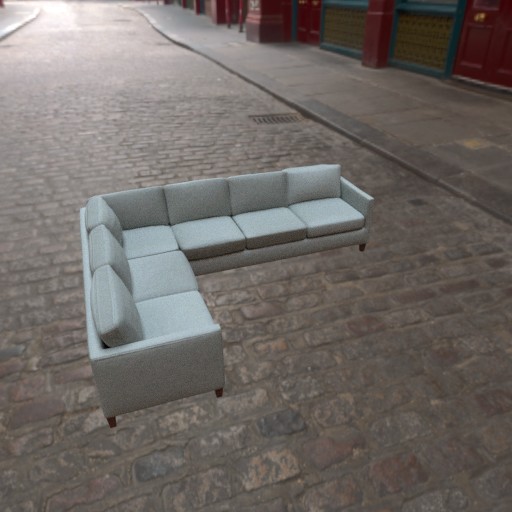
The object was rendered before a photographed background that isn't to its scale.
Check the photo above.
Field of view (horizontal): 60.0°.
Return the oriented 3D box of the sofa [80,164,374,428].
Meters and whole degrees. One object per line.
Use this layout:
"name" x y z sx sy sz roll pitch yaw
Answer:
"sofa" 0.000 0.000 4.544 3.301 0.947 2.592 -11 33 -17
